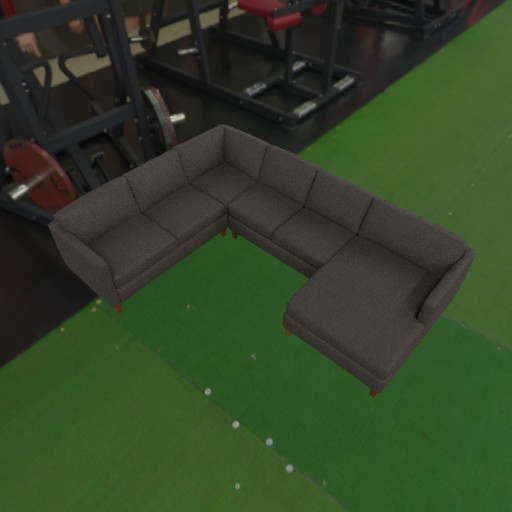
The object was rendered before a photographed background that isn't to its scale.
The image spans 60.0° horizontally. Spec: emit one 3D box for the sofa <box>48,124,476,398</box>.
[{"bbox_3d":[0.000,0.000,4.553,3.460,0.961,2.594,33,54,28],"label":"sofa"}]
